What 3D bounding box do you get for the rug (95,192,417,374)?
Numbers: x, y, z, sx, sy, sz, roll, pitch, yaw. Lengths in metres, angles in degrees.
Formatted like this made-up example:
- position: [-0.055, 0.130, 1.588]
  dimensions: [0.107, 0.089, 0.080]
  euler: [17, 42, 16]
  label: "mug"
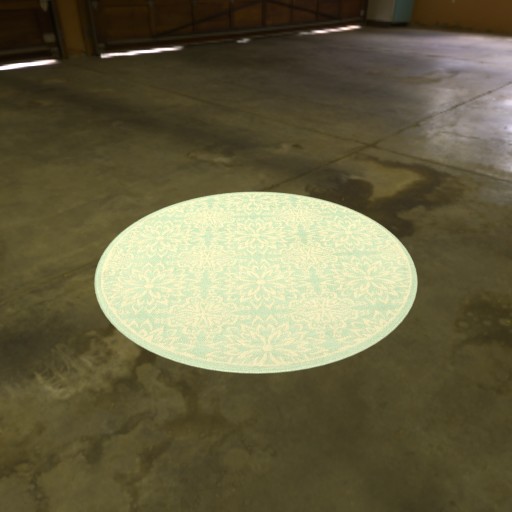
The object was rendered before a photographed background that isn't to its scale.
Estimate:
- position: [0.000, 0.000, 2.287]
  dimensions: [1.593, 0.012, 1.593]
  euler: [0, 32, 0]
  label: "rug"
